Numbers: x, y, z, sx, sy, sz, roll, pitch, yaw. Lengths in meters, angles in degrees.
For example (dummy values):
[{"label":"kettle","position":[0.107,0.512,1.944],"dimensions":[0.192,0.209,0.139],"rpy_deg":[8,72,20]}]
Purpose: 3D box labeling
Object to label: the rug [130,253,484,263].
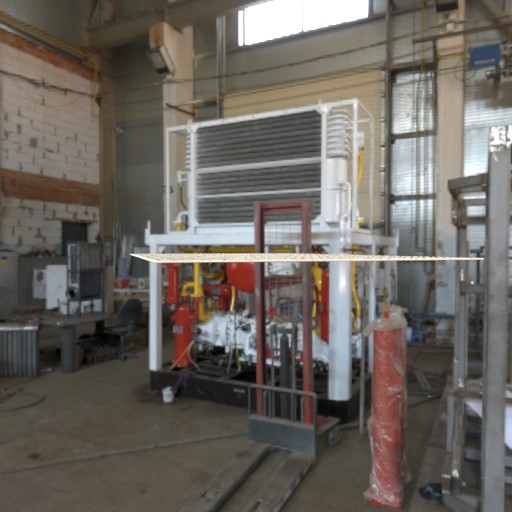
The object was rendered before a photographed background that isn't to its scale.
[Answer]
[{"label":"rug","position":[0.000,0.000,2.357],"dimensions":[1.220,0.007,1.828],"rpy_deg":[0,1,-18]}]
